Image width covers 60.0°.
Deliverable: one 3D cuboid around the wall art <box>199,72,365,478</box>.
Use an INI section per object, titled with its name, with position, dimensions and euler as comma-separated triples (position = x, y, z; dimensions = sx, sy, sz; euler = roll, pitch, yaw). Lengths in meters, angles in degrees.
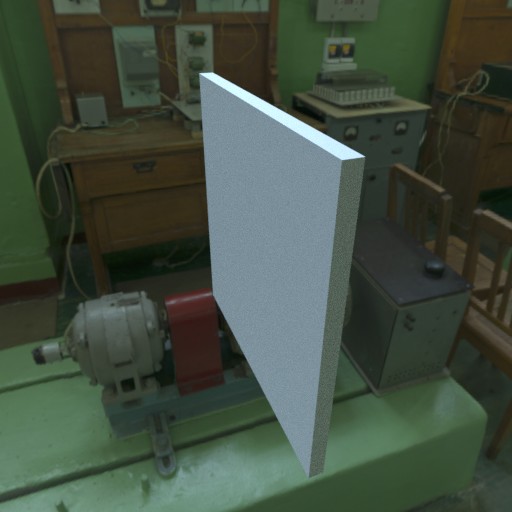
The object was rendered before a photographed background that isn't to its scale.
[wall art]
position = 0.000, 0.000, 0.831
dimensions = 0.028, 0.559, 0.559
euler = -12, 33, -18
